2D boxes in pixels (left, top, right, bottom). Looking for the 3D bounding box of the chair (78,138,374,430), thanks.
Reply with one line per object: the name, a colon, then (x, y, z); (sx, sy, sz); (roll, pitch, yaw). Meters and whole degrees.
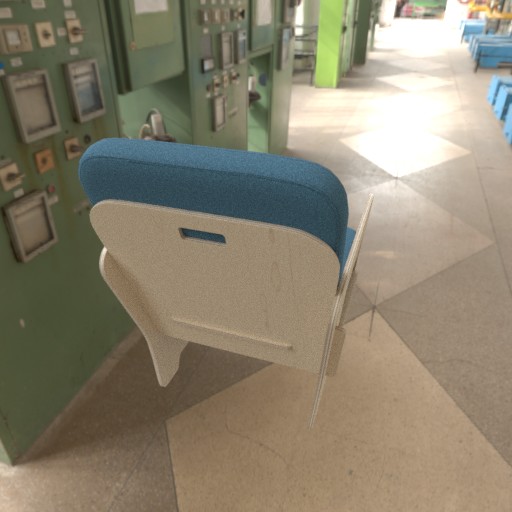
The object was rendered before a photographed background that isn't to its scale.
chair: (0.000, 0.000, 1.162); (0.547, 0.747, 0.657); (10, 33, 17)
